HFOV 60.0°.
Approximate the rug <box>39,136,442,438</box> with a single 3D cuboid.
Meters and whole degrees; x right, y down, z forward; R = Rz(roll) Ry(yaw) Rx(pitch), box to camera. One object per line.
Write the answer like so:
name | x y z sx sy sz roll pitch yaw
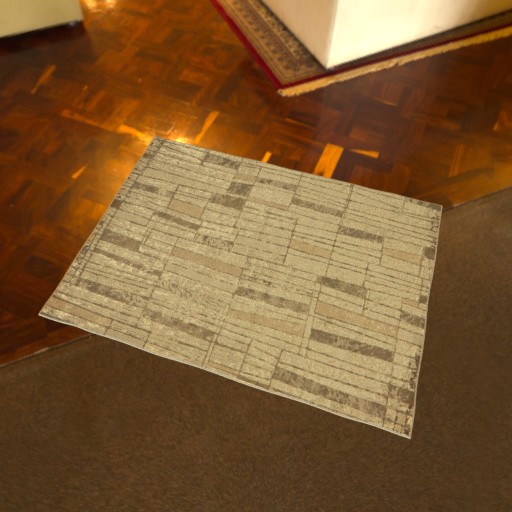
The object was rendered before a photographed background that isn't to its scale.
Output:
rug | 0.000 0.000 4.354 3.357 0.019 2.449 16 59 10
